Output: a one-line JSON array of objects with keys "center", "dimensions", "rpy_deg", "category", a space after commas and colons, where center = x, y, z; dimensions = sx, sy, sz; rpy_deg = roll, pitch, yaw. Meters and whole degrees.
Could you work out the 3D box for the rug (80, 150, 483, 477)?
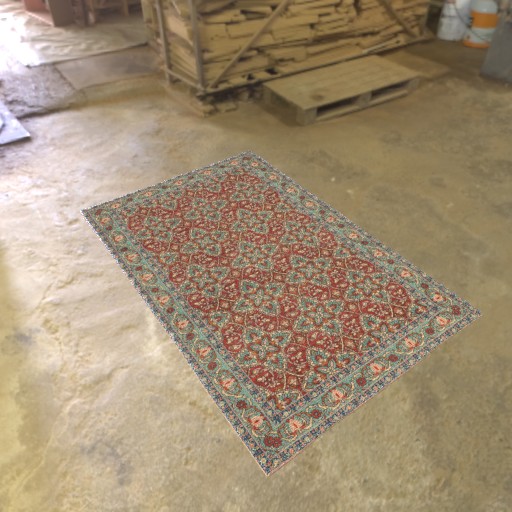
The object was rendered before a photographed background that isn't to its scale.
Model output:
[{"center": [0.000, 0.000, 2.286], "dimensions": [1.219, 0.009, 1.829], "rpy_deg": [-26, 48, -26], "category": "rug"}]
